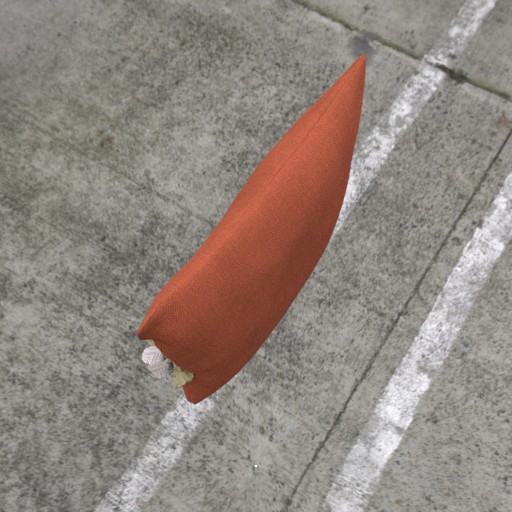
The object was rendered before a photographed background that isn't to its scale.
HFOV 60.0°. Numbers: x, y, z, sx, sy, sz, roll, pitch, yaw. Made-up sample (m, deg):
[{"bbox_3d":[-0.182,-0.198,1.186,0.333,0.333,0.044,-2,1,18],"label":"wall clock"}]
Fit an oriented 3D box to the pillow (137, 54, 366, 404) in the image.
[{"bbox_3d":[0.000,0.000,0.730,0.165,0.482,0.490,32,69,14],"label":"pillow"}]
